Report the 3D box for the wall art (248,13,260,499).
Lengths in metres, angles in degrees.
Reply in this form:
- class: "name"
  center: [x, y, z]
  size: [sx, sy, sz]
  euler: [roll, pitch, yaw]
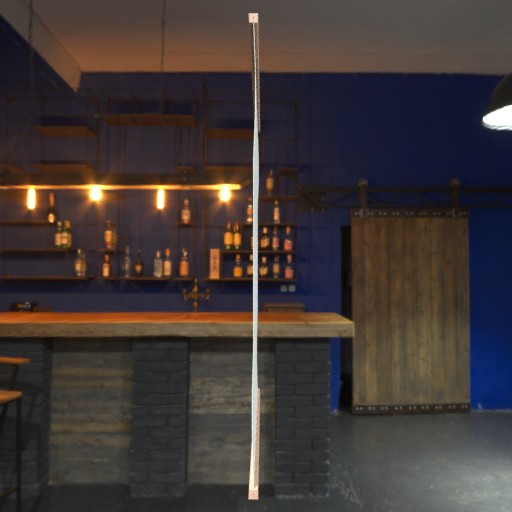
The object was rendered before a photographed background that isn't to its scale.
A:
- class: "wall art"
  center: [0.000, 0.000, 1.296]
  size: [0.020, 1.013, 0.758]
  euler: [0, -1, 1]
